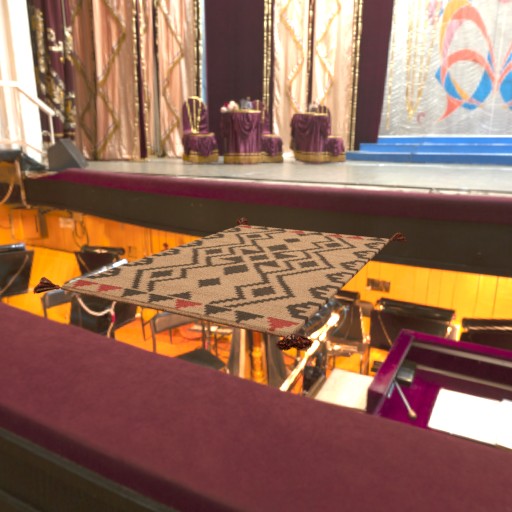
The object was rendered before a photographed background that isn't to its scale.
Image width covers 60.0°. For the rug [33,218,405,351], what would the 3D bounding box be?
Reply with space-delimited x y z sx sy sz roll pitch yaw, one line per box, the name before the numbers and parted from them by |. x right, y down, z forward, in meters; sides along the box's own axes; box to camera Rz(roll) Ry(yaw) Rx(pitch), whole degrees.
rug | 0.000 0.000 2.677 1.444 0.067 2.069 7 16 26
